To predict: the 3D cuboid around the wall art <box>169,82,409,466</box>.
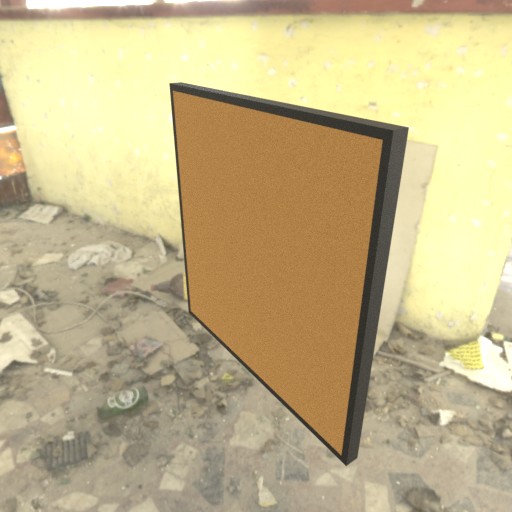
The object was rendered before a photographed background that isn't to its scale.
[{"bbox_3d":[0.000,0.000,1.132,0.038,0.763,0.763,-18,33,-31],"label":"wall art"}]
